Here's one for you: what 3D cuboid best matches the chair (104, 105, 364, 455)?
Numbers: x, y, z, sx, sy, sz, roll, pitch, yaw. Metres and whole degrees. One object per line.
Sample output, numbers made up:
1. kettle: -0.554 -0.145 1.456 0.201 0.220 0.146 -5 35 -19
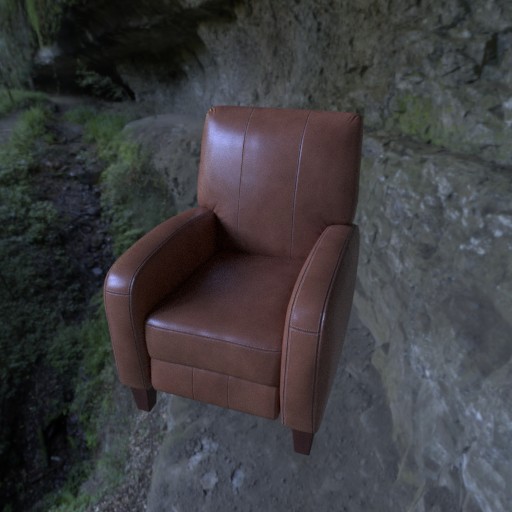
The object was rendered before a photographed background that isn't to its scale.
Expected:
1. chair: 0.000 0.000 1.716 0.762 0.990 0.990 9 29 16
